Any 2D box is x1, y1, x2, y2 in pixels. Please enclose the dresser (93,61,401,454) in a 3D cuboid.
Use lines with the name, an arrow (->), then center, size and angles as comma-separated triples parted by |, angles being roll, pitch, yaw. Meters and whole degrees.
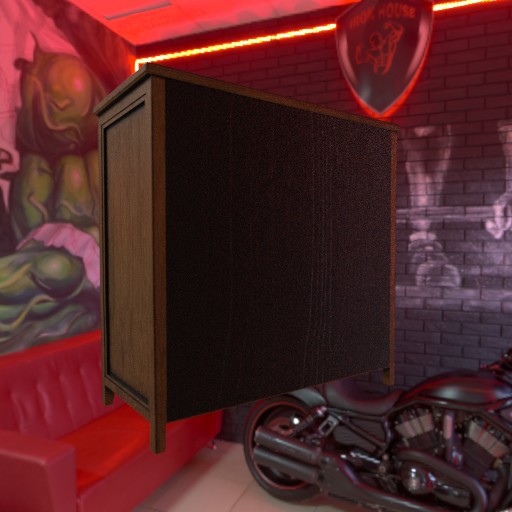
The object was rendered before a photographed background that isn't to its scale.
dresser -> 0.000, 0.000, 1.971 | 1.250, 1.224, 0.591 | -1, 2, -36
